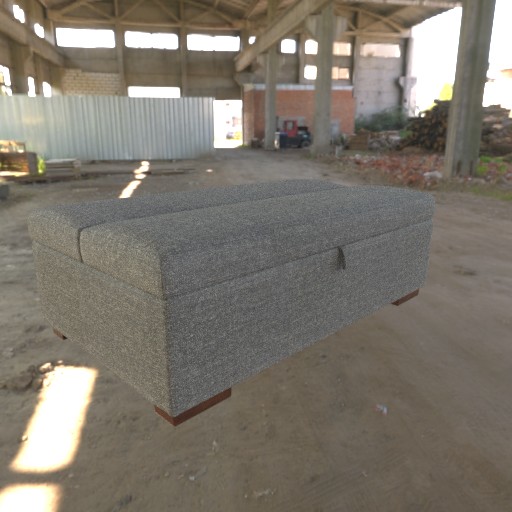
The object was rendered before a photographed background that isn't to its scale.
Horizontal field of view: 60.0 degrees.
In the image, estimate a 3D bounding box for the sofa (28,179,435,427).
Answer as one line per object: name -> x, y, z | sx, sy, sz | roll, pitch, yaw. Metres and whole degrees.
sofa -> 0.000, 0.000, 1.536 | 1.198, 0.417, 0.782 | -15, 21, -43
